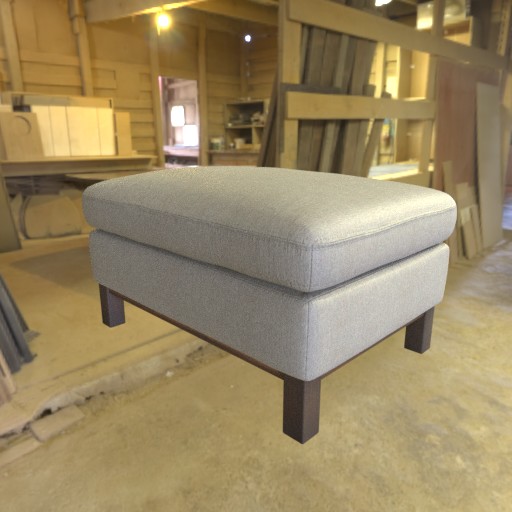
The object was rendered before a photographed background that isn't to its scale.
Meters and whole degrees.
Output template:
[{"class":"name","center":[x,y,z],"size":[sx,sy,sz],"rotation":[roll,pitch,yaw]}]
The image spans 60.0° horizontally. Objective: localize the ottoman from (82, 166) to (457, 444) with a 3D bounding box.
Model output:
[{"class":"ottoman","center":[0.000,0.000,1.037],"size":[0.735,0.404,0.528],"rotation":[15,21,43]}]
